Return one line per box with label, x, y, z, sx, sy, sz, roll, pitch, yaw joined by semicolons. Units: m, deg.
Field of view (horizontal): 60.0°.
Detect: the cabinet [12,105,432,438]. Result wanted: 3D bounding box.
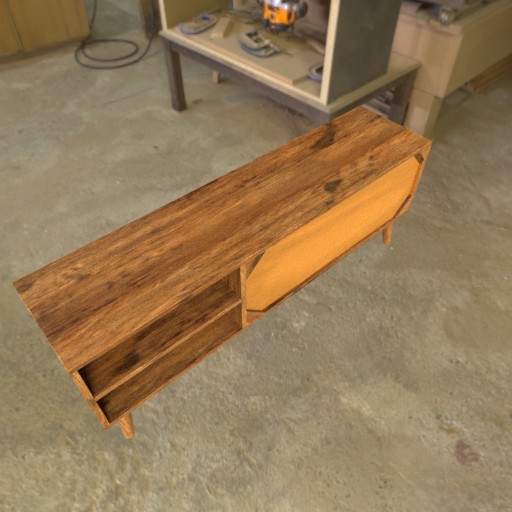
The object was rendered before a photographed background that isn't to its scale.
cabinet;0.000;0.000;1.625;1.448;0.528;0.349;-32;55;-26
